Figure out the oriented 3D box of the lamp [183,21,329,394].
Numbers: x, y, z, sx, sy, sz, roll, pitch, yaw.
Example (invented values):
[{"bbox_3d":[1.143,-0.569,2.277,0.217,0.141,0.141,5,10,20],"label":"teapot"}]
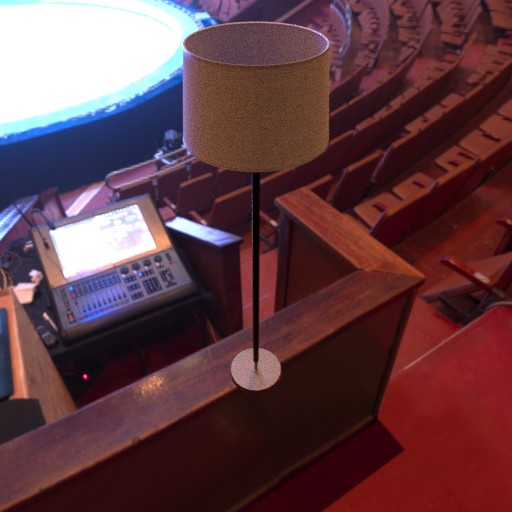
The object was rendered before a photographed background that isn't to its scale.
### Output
[{"bbox_3d":[0.000,0.000,1.597,0.420,1.447,0.420,0,41,0],"label":"lamp"}]
